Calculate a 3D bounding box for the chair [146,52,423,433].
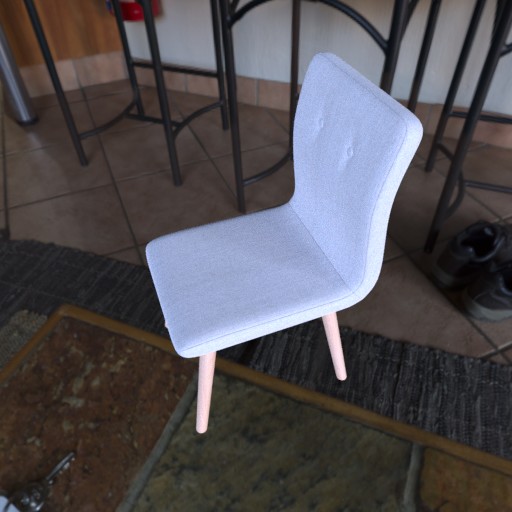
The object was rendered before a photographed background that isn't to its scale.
[{"bbox_3d":[0.000,0.000,1.197,0.550,0.885,0.435,-16,47,-15],"label":"chair"}]
